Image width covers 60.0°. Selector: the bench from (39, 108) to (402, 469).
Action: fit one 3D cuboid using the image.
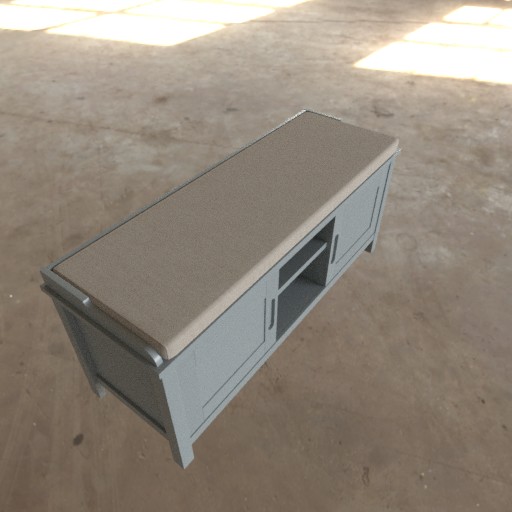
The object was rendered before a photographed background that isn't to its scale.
[{"bbox_3d":[0.000,0.000,1.413,0.398,0.501,1.140,27,48,27],"label":"bench"}]
